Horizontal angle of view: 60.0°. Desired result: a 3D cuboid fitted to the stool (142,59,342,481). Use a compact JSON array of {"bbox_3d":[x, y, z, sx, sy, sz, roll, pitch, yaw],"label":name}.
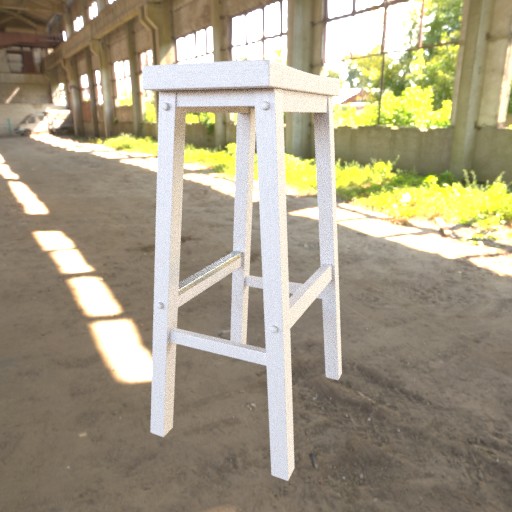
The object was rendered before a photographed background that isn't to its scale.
[{"bbox_3d":[0.000,0.000,0.970,0.322,0.742,0.406,8,19,24],"label":"stool"}]
